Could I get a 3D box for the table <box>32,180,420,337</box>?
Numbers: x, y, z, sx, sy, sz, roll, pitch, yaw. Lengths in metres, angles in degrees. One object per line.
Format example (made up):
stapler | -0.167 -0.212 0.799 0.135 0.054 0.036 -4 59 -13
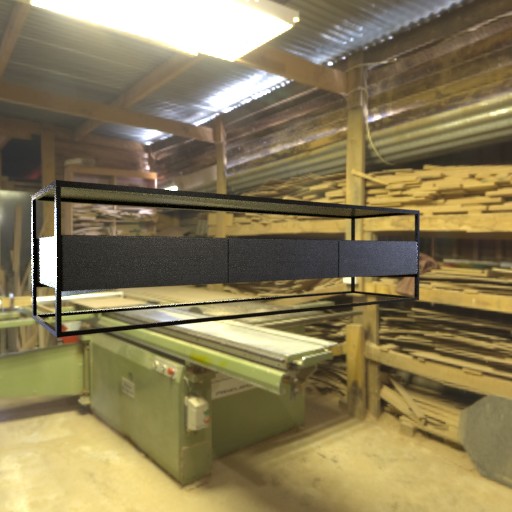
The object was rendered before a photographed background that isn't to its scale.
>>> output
table | 0.000 0.000 1.693 1.486 0.395 0.399 -1 1 -35
